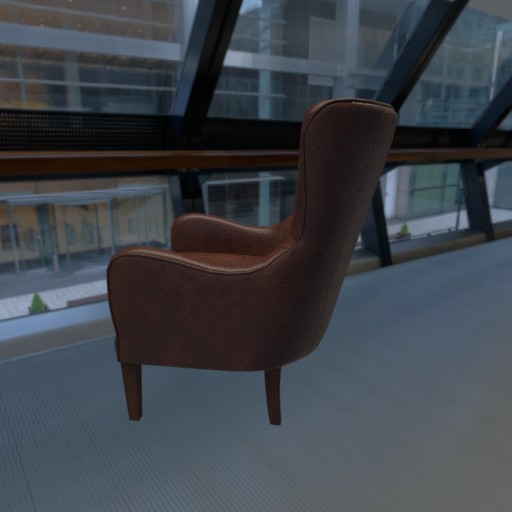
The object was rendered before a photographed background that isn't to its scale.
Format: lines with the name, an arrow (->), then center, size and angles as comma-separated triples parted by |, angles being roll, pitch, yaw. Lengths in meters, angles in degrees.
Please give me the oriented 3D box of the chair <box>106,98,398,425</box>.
chair -> 0.000, 0.000, 1.631 | 0.914, 1.048, 0.692 | 2, 16, 8
